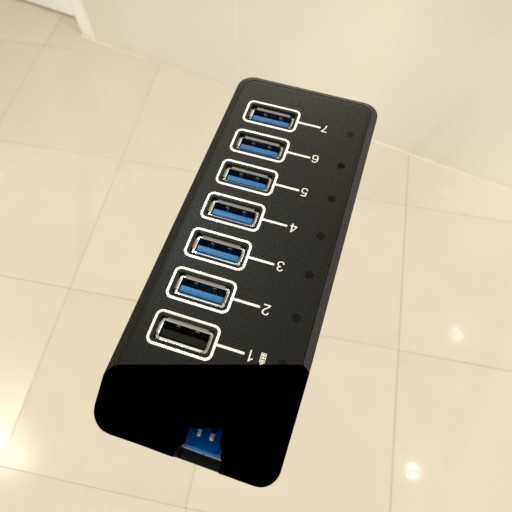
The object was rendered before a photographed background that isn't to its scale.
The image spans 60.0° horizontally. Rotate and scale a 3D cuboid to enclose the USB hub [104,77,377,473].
[{"bbox_3d":[0.000,0.000,0.125,0.044,0.023,0.110,16,65,8],"label":"USB hub"}]
